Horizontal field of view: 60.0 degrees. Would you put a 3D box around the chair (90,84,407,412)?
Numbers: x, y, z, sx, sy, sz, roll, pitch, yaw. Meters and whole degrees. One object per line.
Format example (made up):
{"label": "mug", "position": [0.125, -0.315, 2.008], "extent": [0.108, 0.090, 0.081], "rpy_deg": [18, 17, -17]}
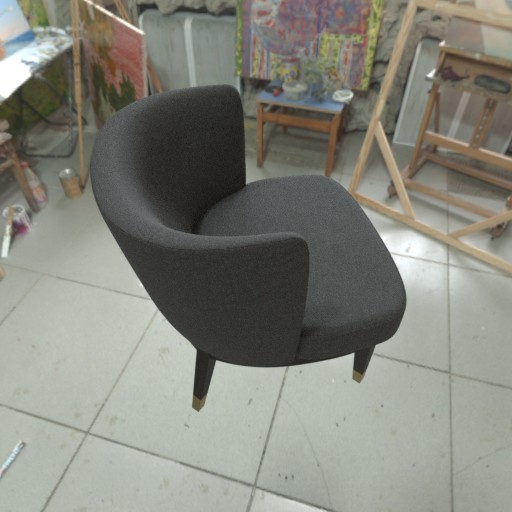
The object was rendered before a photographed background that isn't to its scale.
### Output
{"label": "chair", "position": [0.000, 0.000, 1.207], "extent": [0.698, 0.695, 0.639], "rpy_deg": [-9, 46, -9]}
